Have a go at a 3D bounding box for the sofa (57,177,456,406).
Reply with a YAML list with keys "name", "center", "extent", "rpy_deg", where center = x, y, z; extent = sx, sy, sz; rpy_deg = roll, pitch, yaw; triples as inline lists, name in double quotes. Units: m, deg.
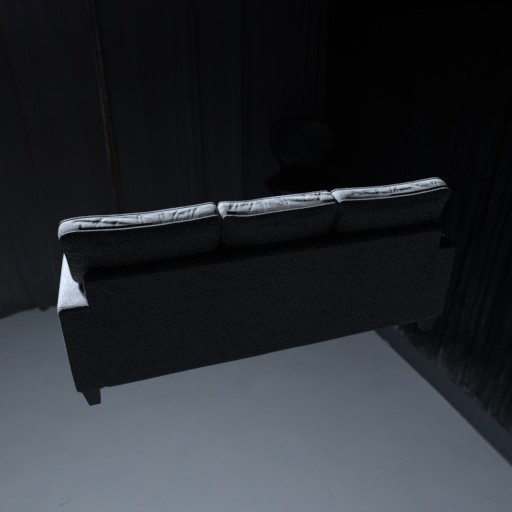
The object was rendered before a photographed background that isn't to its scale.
- name: "sofa"
  center: [0.000, 0.000, 2.669]
  extent: [2.158, 0.965, 0.951]
  rpy_deg: [-8, 28, -16]
